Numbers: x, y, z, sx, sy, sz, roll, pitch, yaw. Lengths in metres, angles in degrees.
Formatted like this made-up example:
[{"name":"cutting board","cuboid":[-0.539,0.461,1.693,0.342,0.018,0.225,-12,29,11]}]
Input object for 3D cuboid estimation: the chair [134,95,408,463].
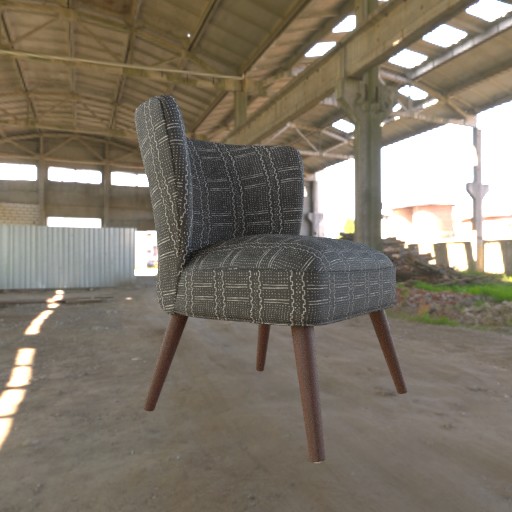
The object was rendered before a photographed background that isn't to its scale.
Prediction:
[{"name":"chair","cuboid":[0.000,0.000,1.372,0.758,0.866,0.710,0,-1,35]}]
